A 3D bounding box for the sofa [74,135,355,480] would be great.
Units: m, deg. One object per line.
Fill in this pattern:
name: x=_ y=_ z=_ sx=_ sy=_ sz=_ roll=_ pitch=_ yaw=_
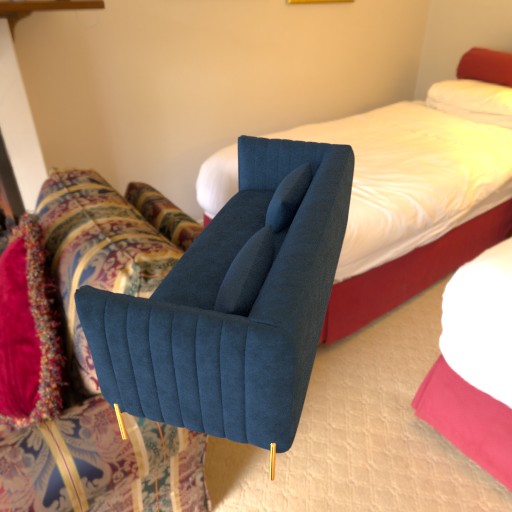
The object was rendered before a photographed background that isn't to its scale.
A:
sofa: x=0.000 y=0.000 z=2.572 sx=0.896 sy=0.793 sz=2.136 roll=9 pitch=33 yaw=14
